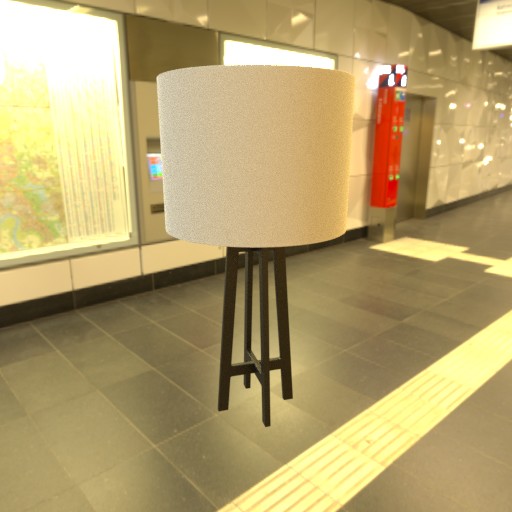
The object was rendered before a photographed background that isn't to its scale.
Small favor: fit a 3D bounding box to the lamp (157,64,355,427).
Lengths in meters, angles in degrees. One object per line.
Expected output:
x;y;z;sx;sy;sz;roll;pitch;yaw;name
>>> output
0.000;0.000;0.648;0.257;0.489;0.257;8;17;27;lamp
